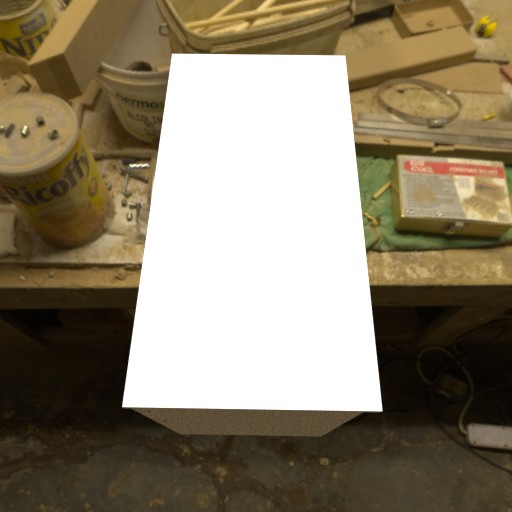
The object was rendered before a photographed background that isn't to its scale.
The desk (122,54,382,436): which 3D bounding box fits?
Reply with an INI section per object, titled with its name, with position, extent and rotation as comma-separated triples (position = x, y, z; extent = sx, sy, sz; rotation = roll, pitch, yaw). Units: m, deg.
[desk]
position = 0.000, 0.000, 1.522
extent = 0.560, 0.730, 1.096
rotation = 1, 64, 0
